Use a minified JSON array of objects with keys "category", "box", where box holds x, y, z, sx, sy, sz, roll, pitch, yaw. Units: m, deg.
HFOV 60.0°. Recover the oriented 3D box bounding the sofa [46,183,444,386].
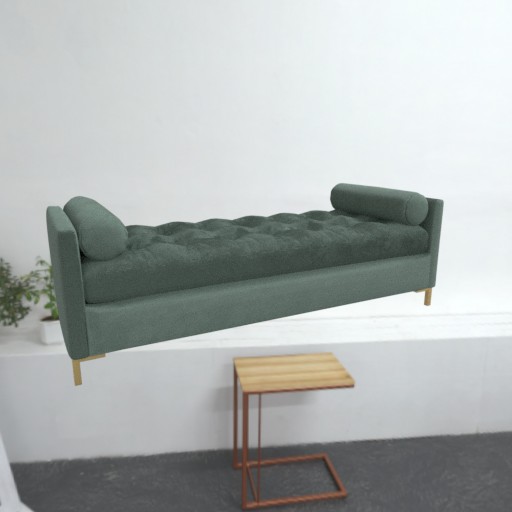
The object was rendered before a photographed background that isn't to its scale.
[{"category":"sofa","box":[0.000,0.000,2.518,2.102,0.705,0.796,-7,16,-26]}]
